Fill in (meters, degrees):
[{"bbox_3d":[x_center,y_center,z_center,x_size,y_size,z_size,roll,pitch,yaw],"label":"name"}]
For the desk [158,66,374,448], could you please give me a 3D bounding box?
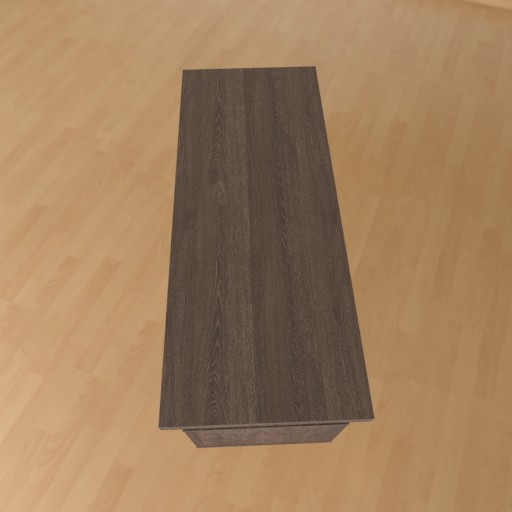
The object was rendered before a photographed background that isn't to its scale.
[{"bbox_3d":[0.000,0.000,1.941,0.600,0.760,1.524,-2,60,-1],"label":"desk"}]
